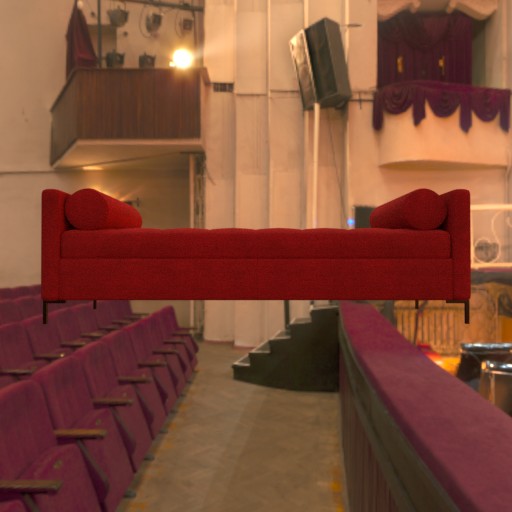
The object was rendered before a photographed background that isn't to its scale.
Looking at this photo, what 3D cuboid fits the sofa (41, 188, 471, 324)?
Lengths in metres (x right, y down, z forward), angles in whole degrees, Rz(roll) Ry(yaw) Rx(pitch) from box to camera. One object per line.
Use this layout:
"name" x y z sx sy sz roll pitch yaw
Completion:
"sofa" 0.000 0.000 2.371 1.981 0.635 0.686 0 -1 0
